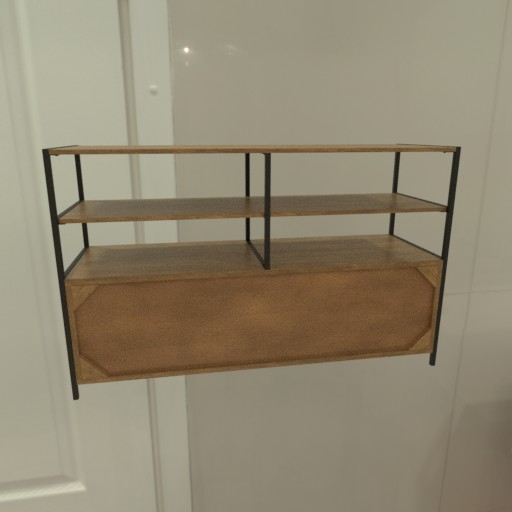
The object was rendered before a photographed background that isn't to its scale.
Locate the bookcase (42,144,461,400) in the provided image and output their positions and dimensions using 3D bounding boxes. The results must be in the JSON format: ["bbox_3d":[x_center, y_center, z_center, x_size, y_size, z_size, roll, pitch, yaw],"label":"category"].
[{"bbox_3d":[0.000,0.000,1.475,1.149,0.712,0.391,-3,16,-10],"label":"bookcase"}]
